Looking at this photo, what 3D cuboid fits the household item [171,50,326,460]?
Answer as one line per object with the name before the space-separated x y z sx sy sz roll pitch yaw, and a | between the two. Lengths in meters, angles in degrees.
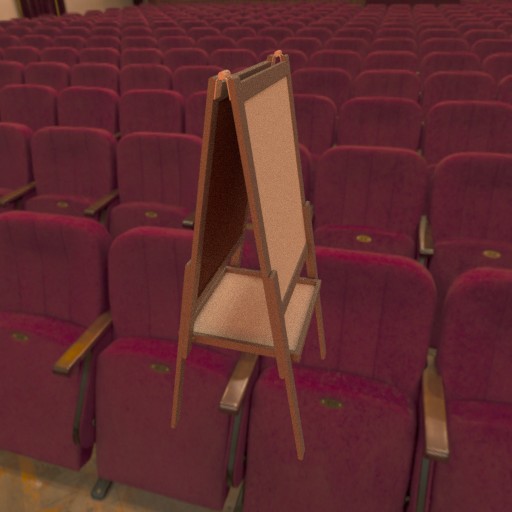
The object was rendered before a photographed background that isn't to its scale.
household item | 0.000 0.000 1.435 0.469 1.172 0.531 8 31 14
